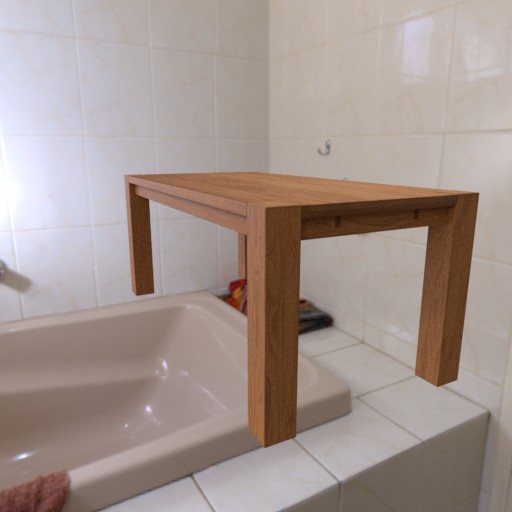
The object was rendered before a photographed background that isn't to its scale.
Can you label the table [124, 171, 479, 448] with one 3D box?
[{"bbox_3d":[0.000,0.000,2.281,0.900,0.760,1.800,-7,15,-27],"label":"table"}]
